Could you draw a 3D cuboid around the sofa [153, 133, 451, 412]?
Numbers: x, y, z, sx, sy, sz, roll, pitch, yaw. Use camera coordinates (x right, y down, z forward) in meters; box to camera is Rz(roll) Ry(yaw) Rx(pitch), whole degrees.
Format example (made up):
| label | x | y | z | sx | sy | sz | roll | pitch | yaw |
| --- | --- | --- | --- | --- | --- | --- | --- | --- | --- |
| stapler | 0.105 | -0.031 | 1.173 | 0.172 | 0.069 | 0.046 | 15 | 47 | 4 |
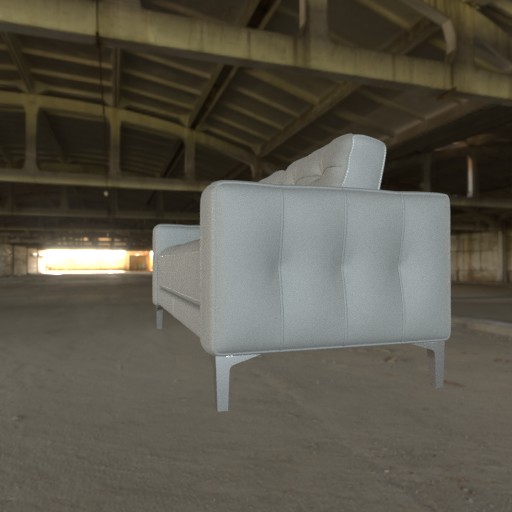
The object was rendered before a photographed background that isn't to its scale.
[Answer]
| label | x | y | z | sx | sy | sz | roll | pitch | yaw |
| --- | --- | --- | --- | --- | --- | --- | --- | --- | --- |
| sofa | 0.000 | 0.000 | 2.140 | 0.833 | 0.893 | 1.726 | 0 | -1 | -18 |
